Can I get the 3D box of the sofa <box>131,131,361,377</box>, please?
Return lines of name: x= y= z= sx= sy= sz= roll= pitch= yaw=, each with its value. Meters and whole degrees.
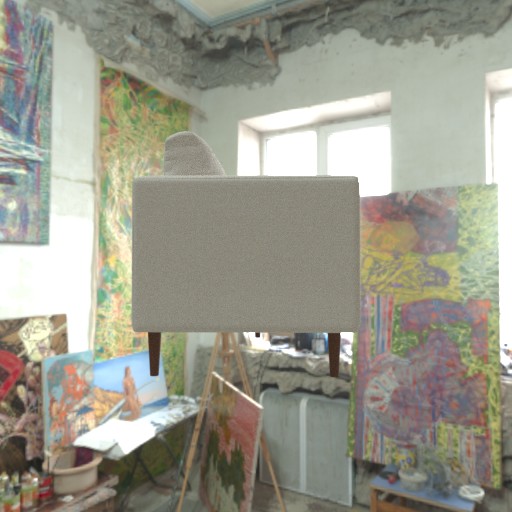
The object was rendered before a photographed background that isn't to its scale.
sofa: x=0.000 y=0.000 z=2.492 sx=0.802 sy=0.912 sz=2.029 roll=0 pitch=-1 yaw=1
